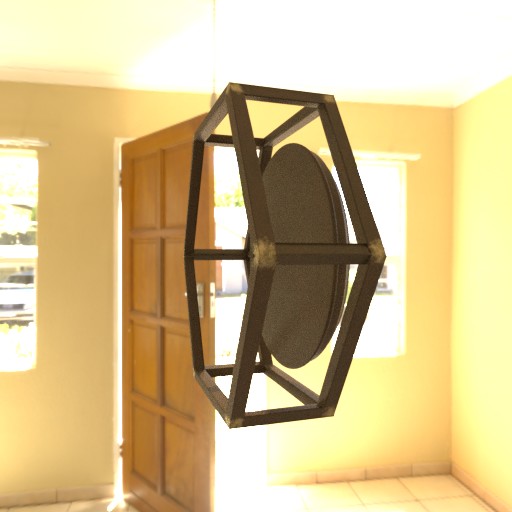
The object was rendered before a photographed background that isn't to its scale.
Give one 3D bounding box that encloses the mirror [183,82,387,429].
[{"bbox_3d":[0.000,0.000,0.536,0.119,0.334,0.380,0,0,-18],"label":"mirror"}]
